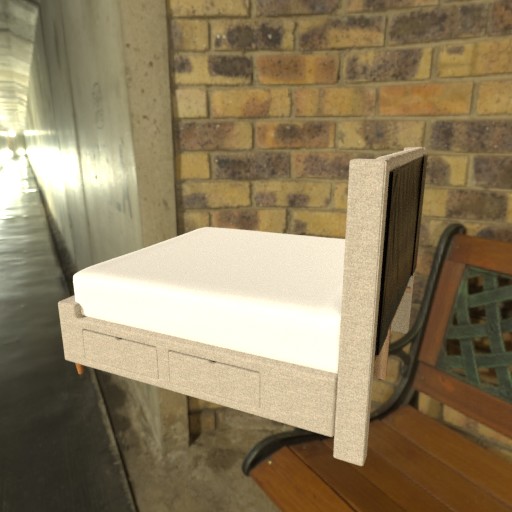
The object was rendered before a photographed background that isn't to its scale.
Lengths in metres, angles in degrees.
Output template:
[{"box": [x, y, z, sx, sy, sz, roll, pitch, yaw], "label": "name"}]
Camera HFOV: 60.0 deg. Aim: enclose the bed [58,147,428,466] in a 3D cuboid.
[{"box": [0.000, 0.000, 3.688, 2.372, 1.748, 2.044, 7, 17, 24], "label": "bed"}]
